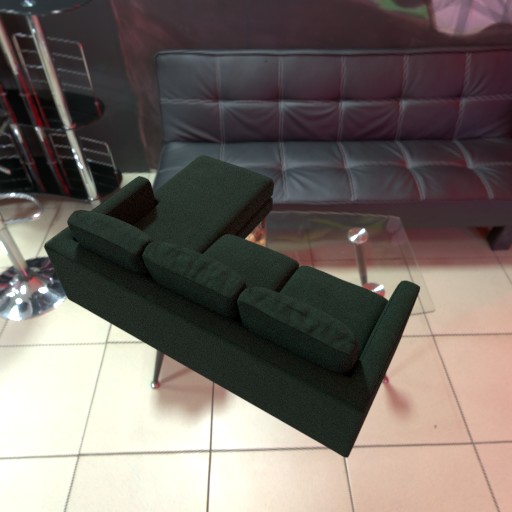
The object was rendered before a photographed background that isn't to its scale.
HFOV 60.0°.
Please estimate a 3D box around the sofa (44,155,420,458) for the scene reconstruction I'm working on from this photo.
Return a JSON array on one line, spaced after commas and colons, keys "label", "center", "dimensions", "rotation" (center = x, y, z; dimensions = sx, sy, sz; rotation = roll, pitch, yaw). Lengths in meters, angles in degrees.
[{"label": "sofa", "center": [0.000, 0.000, 2.901], "dimensions": [2.030, 0.899, 1.580], "rotation": [23, 49, 22]}]
